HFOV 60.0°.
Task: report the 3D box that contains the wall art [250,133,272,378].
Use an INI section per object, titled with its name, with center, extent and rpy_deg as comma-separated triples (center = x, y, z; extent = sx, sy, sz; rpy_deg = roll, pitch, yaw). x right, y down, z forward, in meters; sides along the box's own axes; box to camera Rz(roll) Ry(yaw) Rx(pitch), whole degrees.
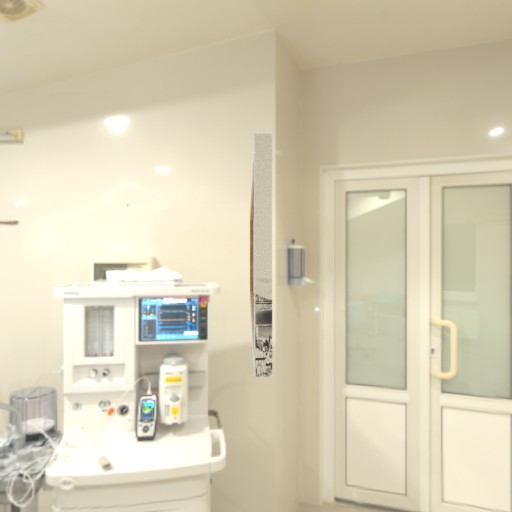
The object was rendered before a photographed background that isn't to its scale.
[wall art]
center = 0.000, 0.000, 1.678
extent = 0.039, 0.507, 1.520
rpy_deg = 0, 0, -1
